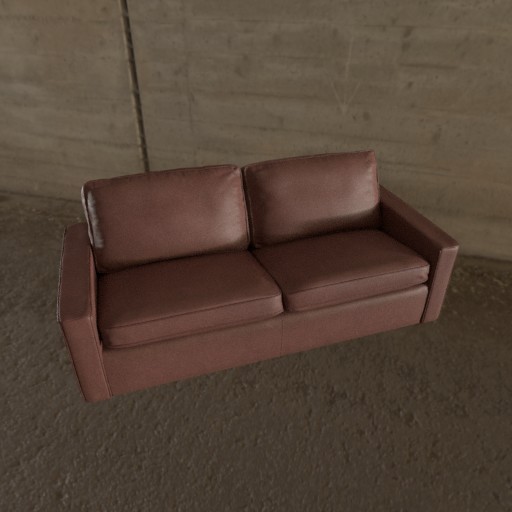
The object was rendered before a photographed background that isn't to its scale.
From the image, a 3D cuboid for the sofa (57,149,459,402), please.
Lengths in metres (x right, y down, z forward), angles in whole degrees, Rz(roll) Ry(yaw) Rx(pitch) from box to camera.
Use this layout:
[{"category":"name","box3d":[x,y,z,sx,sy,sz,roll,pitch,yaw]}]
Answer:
[{"category":"sofa","box3d":[0.000,0.000,2.562,2.080,0.919,0.940,-10,34,-15]}]
